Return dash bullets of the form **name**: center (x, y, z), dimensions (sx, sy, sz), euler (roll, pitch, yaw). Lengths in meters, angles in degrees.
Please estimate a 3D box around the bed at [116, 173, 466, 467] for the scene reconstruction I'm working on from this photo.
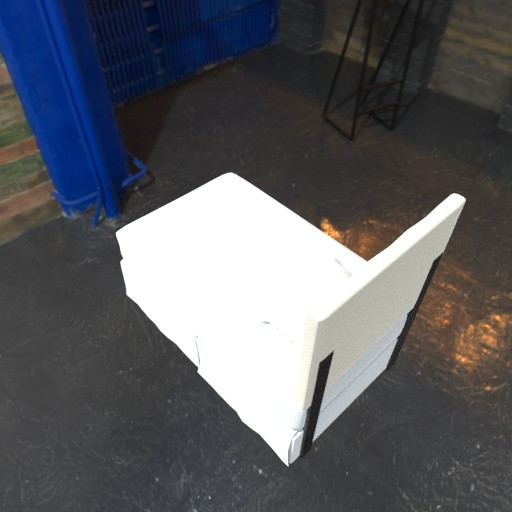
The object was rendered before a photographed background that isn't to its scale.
- **bed**: center (0.000, 0.000, 3.058), dimensions (1.261, 1.571, 1.997), euler (-34, 55, -28)
